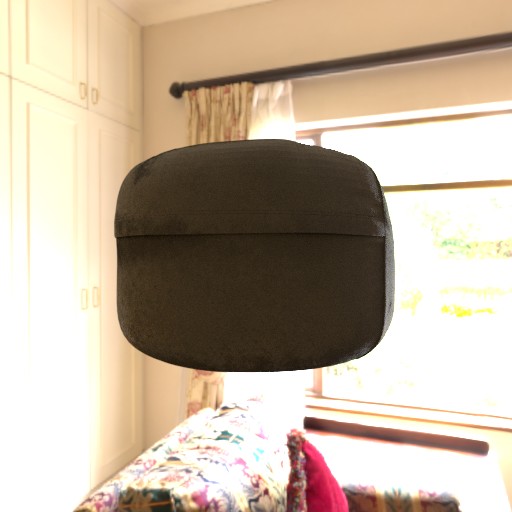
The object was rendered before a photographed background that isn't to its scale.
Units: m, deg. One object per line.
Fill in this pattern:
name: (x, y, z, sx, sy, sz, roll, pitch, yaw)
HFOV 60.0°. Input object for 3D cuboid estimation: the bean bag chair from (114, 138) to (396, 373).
bean bag chair: (0.000, 0.000, 1.499, 0.918, 0.605, 0.918, 0, 0, 0)
